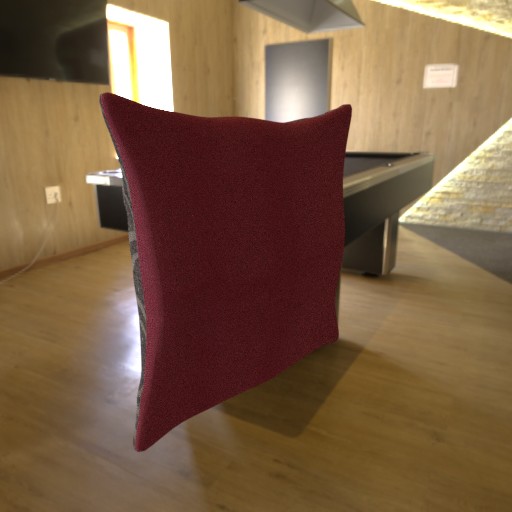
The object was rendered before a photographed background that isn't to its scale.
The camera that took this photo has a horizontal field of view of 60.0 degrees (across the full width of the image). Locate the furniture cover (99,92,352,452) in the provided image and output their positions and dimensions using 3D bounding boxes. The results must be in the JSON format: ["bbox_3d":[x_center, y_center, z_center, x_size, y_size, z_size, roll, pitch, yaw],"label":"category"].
[{"bbox_3d":[0.000,0.000,0.766,0.514,0.513,0.163,-16,24,-42],"label":"furniture cover"}]
